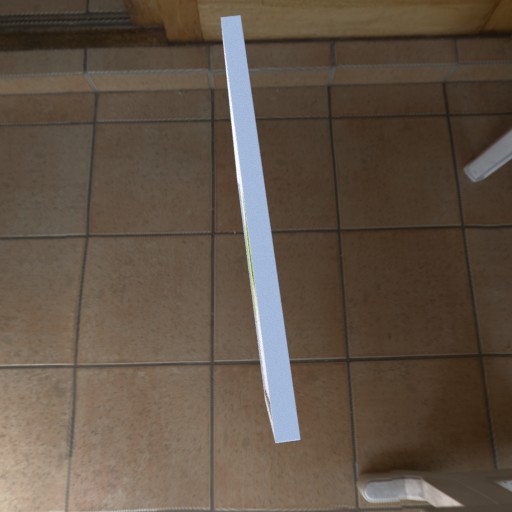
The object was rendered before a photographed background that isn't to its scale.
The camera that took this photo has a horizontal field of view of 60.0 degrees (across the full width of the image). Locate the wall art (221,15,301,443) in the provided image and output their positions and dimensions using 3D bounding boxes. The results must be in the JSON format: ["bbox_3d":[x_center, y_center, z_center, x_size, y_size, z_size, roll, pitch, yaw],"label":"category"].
[{"bbox_3d":[0.000,0.000,1.126,0.038,0.761,0.763,-7,77,-2],"label":"wall art"}]
